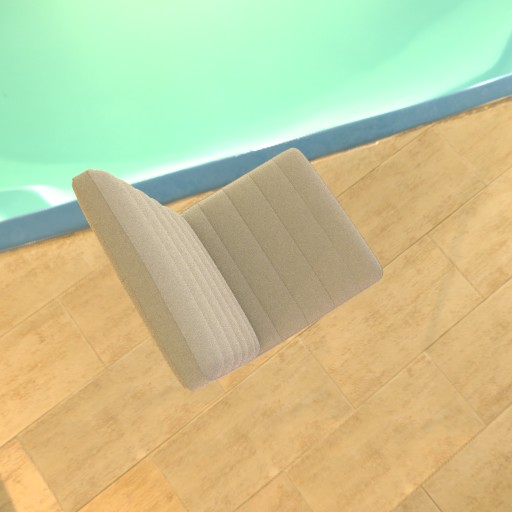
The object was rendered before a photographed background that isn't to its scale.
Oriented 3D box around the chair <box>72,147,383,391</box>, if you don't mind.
[{"bbox_3d":[0.000,0.000,1.349,0.634,0.930,0.520,-31,78,-7],"label":"chair"}]
